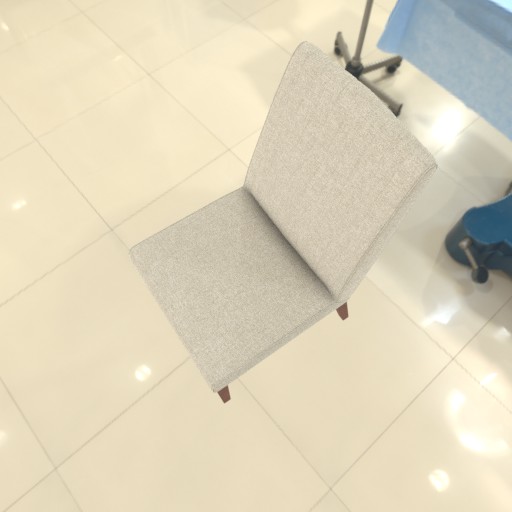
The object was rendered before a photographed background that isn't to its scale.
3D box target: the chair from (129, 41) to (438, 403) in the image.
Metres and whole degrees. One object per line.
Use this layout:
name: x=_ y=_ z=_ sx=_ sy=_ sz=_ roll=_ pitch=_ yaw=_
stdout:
chair: x=0.000 y=0.000 z=1.244 sx=0.594 sy=0.900 sz=0.480 roll=-32 pitch=68 yaw=-14
